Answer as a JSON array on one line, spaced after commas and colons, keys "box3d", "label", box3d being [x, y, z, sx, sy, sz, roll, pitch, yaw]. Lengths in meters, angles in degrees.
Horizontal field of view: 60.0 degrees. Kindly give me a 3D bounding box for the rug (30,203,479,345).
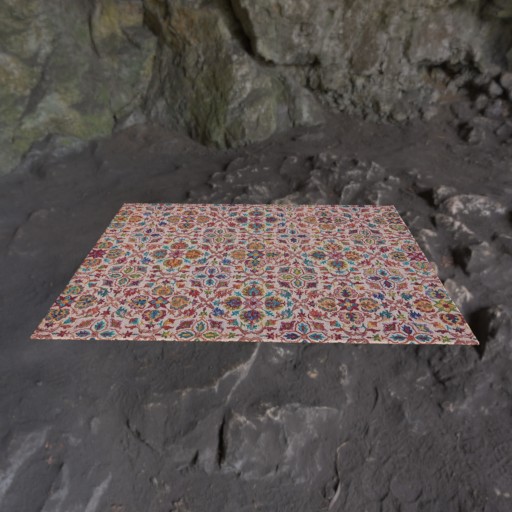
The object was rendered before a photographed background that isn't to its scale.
[{"box3d": [0.000, 0.000, 4.221, 3.215, 0.020, 2.446, 1, 30, 1], "label": "rug"}]
